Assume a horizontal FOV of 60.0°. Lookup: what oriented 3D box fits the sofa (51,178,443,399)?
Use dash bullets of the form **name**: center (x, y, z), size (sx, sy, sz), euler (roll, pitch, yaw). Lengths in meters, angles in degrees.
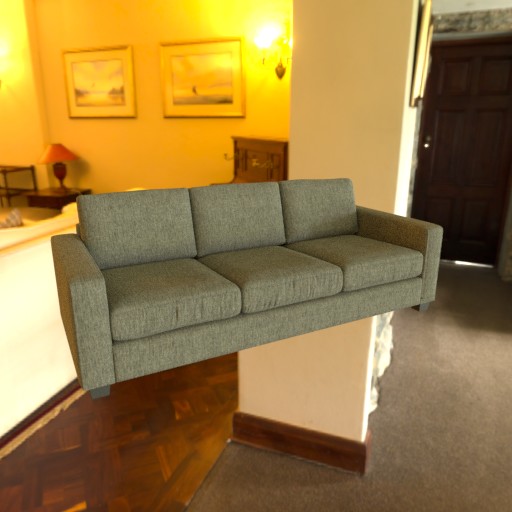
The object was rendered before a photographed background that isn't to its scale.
- **sofa**: center (0.000, 0.000, 2.647), size (2.160, 0.800, 0.900), euler (-9, 19, -27)
